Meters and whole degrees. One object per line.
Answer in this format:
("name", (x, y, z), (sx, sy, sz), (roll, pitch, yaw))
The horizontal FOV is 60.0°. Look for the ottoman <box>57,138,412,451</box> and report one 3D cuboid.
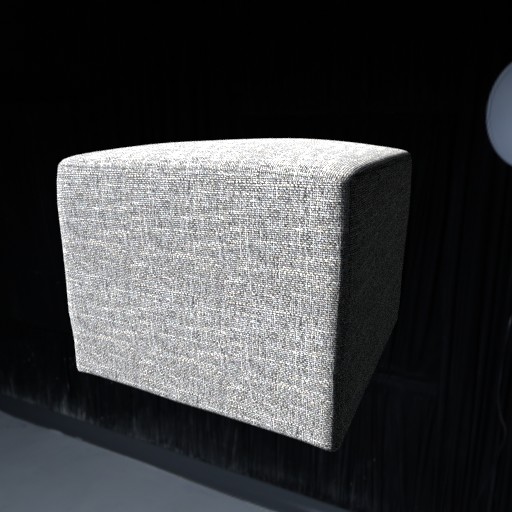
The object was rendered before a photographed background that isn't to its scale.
("ottoman", (0.000, 0.000, 0.890), (0.512, 0.453, 0.521), (8, 18, 25))
